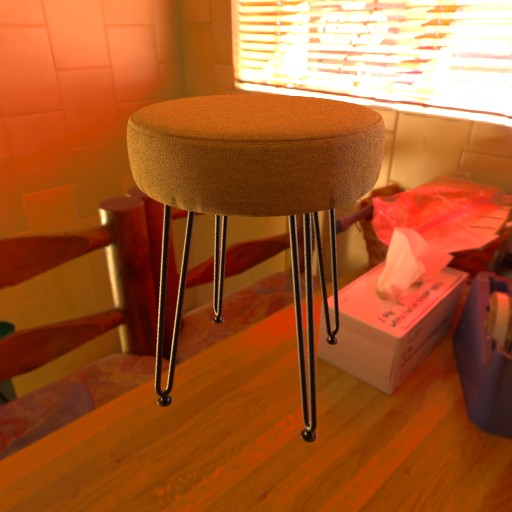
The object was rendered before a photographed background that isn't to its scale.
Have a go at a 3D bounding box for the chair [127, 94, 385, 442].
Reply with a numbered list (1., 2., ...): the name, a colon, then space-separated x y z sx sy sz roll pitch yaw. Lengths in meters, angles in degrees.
1. chair: 0.000 0.000 0.696 0.345 0.455 0.345 8 28 15
